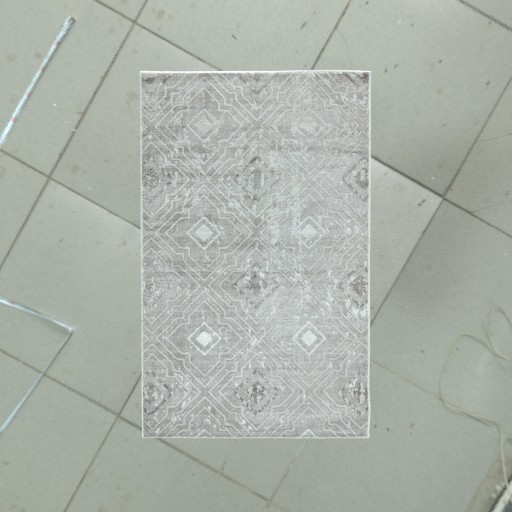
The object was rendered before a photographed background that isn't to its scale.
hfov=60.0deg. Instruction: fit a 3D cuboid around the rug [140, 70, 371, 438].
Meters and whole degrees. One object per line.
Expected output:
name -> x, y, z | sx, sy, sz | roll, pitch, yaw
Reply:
rug -> 0.000, 0.000, 2.951 | 1.537, 0.036, 2.447 | 0, 91, 0
